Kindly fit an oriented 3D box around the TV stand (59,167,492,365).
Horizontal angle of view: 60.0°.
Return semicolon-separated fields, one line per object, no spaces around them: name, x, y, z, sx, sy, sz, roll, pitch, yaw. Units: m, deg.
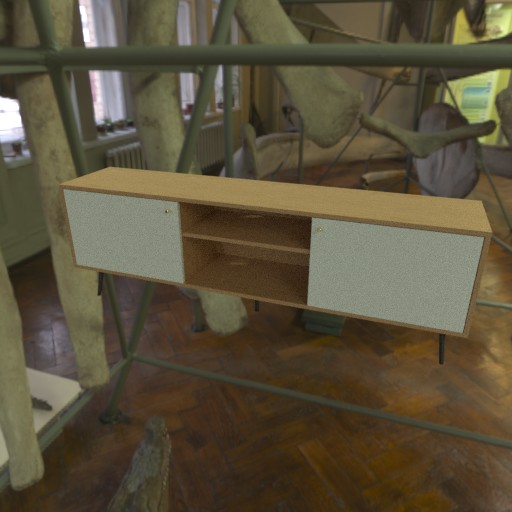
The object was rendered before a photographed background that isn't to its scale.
TV stand;0.000;0.000;1.981;1.760;0.580;0.400;8;26;18
